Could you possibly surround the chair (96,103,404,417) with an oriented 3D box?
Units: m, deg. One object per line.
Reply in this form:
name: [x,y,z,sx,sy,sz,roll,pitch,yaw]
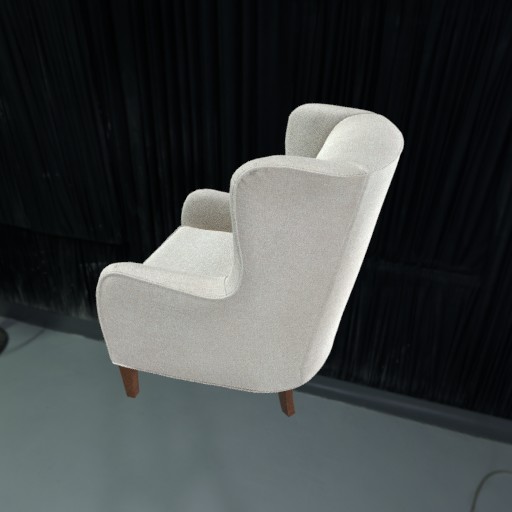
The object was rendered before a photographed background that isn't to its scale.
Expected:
chair: [0.000,0.000,1.749,0.966,1.040,0.838,8,31,14]
